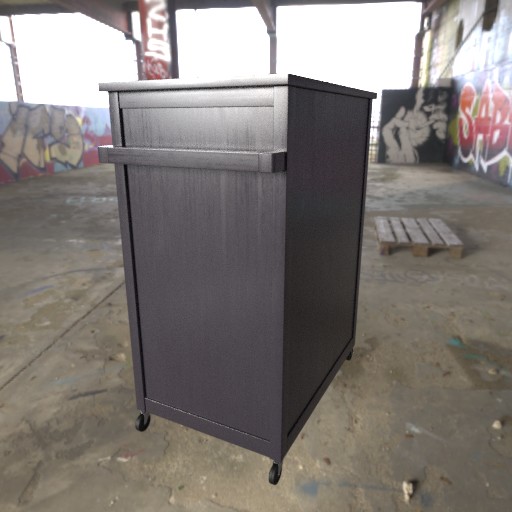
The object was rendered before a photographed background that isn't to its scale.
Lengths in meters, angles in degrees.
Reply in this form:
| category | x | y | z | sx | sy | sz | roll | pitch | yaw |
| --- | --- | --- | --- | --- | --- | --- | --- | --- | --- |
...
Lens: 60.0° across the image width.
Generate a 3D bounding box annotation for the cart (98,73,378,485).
| category | x | y | z | sx | sy | sz | roll | pitch | yaw |
| --- | --- | --- | --- | --- | --- | --- | --- | --- | --- |
| cart | 0.000 | 0.000 | 1.237 | 0.449 | 0.878 | 0.690 | 9 | 19 | 26 |
